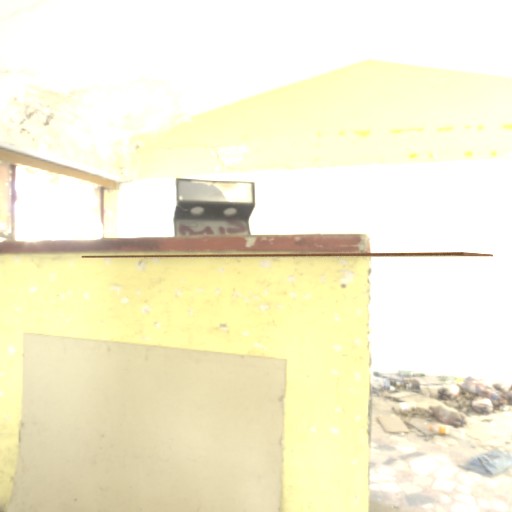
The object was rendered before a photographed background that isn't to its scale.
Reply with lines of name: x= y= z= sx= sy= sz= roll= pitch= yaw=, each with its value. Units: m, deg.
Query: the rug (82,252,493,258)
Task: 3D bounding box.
rug: x=0.000 y=0.000 z=2.663 sx=2.439 sy=0.017 sz=0.764 roll=0 pitch=-1 yaw=36
